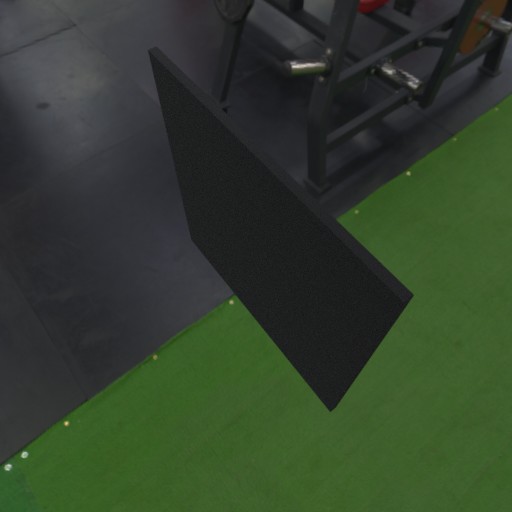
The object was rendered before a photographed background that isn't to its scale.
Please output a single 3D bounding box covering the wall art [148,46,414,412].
[{"bbox_3d":[0.000,0.000,0.686,0.013,0.458,0.456,-33,64,-18],"label":"wall art"}]
